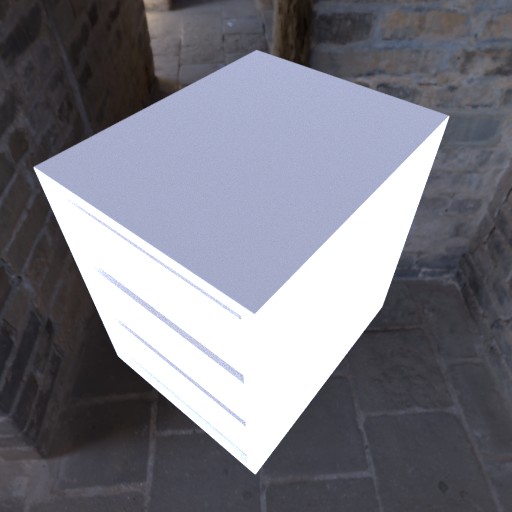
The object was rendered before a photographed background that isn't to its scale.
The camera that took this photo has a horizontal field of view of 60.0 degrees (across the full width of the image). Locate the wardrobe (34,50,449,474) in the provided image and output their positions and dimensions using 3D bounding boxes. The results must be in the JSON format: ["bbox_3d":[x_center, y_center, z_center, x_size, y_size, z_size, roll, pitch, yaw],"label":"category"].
[{"bbox_3d":[0.000,0.000,0.860,0.400,0.520,0.500,31,54,25],"label":"wardrobe"}]
